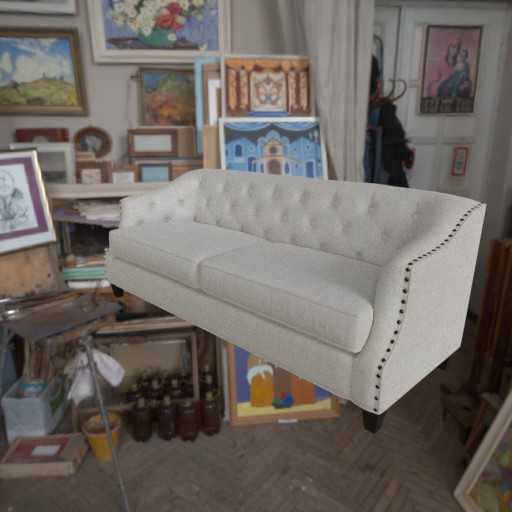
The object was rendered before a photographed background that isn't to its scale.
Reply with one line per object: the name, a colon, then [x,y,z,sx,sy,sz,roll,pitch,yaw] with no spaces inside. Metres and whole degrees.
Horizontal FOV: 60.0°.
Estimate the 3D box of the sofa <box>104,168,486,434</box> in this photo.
sofa: [0.000,0.000,2.684,0.914,0.901,2.235,-16,22,-43]
